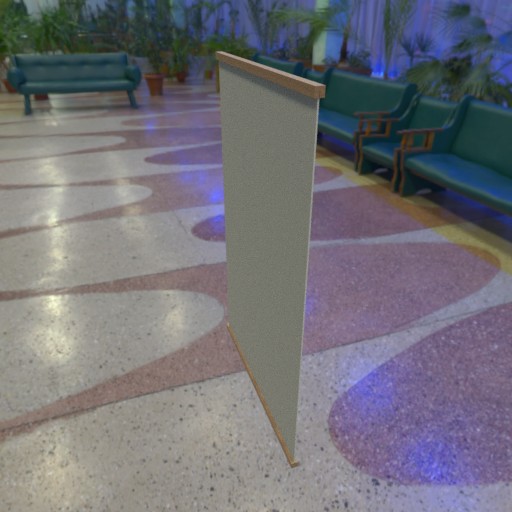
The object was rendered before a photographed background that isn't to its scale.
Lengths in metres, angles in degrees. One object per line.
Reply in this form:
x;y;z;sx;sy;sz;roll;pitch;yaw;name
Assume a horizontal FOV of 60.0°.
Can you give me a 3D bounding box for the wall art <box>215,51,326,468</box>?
0.000;0.000;1.901;0.030;1.519;0.990;-10;31;-17;wall art
